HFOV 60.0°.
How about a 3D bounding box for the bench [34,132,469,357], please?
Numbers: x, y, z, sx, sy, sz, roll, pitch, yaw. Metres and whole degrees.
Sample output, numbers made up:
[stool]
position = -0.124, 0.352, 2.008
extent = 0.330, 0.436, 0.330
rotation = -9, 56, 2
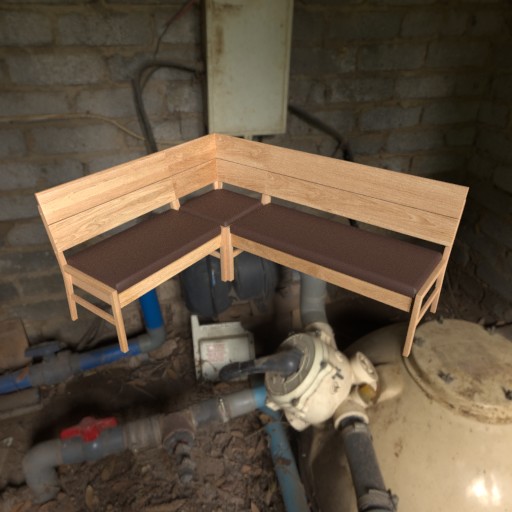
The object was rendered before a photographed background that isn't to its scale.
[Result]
[bench]
position = 0.000, 0.000, 2.766
extent = 1.975, 0.890, 1.549
rotation = 20, 36, 30
